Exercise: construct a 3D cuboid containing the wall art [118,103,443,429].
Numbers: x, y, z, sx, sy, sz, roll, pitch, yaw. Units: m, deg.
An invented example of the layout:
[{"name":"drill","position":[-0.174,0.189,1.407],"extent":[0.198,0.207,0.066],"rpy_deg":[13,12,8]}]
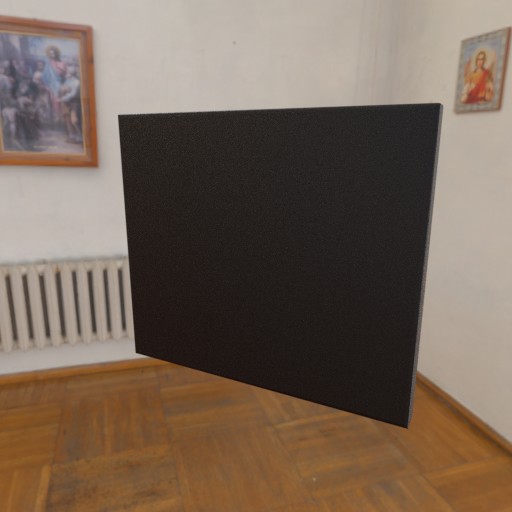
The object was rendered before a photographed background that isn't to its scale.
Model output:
[{"name":"wall art","position":[0.000,0.000,0.528],"extent":[0.380,0.330,0.028],"rpy_deg":[7,16,27]}]
